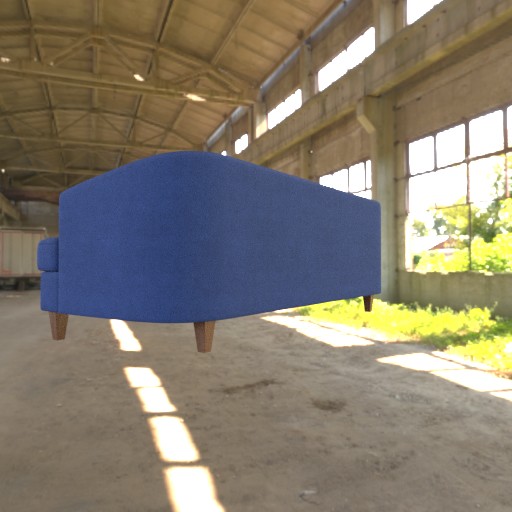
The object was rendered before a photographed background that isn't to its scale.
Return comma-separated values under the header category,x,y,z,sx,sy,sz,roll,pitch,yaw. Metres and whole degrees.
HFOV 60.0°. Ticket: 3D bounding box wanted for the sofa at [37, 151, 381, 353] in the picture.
category,x,y,z,sx,sy,sz,roll,pitch,yaw
sofa,0.000,0.000,2.682,0.914,0.787,2.235,0,-1,36
